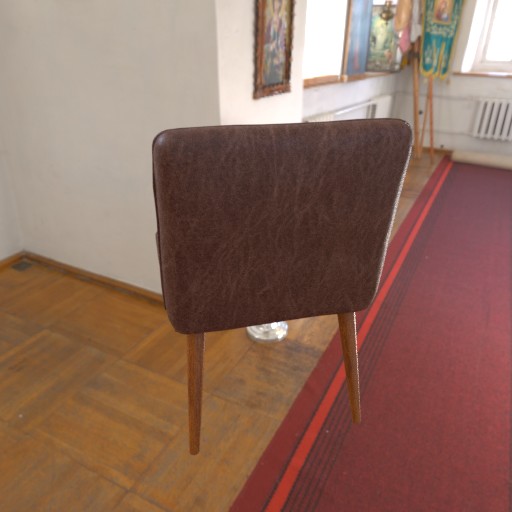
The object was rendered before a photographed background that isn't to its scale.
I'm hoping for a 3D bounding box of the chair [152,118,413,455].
[{"bbox_3d":[0.000,0.000,1.204,0.543,0.803,0.645,-8,28,-16],"label":"chair"}]
